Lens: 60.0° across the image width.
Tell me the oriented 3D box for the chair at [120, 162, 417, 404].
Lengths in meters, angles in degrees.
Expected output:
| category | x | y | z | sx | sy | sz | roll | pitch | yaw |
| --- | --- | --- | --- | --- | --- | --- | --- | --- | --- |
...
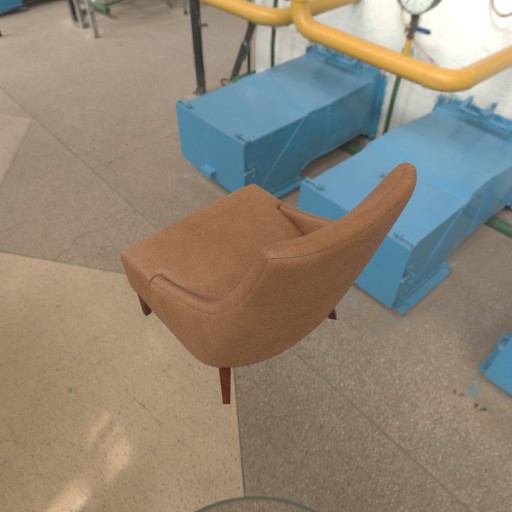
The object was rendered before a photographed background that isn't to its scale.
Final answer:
| category | x | y | z | sx | sy | sz | roll | pitch | yaw |
| --- | --- | --- | --- | --- | --- | --- | --- | --- | --- |
| chair | 0.000 | 0.000 | 1.584 | 0.701 | 0.909 | 0.861 | -32 | 54 | -27 |
